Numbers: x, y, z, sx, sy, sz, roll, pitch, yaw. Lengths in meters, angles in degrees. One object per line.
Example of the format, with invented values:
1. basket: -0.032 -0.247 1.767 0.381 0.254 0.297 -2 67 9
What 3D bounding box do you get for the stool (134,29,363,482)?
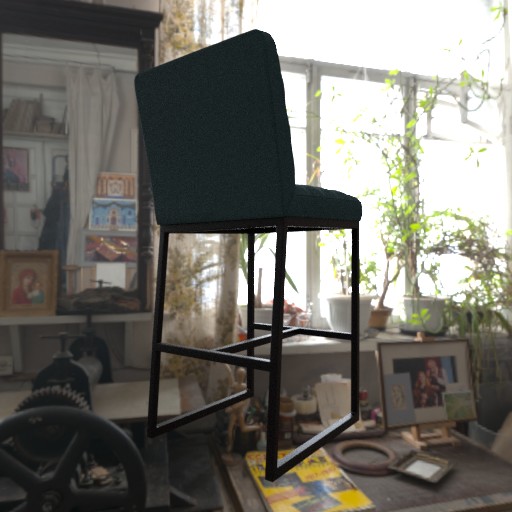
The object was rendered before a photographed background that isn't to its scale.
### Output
1. stool: 0.000 0.000 1.332 0.460 1.040 0.560 0 0 36
